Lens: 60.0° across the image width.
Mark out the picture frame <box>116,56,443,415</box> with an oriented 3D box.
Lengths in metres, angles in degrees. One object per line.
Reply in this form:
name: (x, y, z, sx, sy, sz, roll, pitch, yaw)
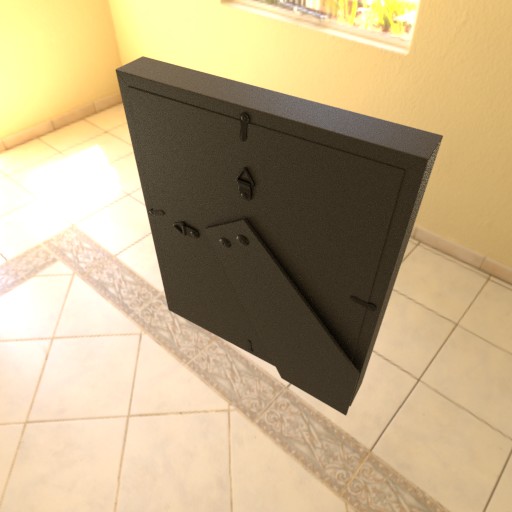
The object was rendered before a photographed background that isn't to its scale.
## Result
picture frame: (0.000, 0.000, 0.390, 0.232, 0.284, 0.042, 23, 49, 22)
